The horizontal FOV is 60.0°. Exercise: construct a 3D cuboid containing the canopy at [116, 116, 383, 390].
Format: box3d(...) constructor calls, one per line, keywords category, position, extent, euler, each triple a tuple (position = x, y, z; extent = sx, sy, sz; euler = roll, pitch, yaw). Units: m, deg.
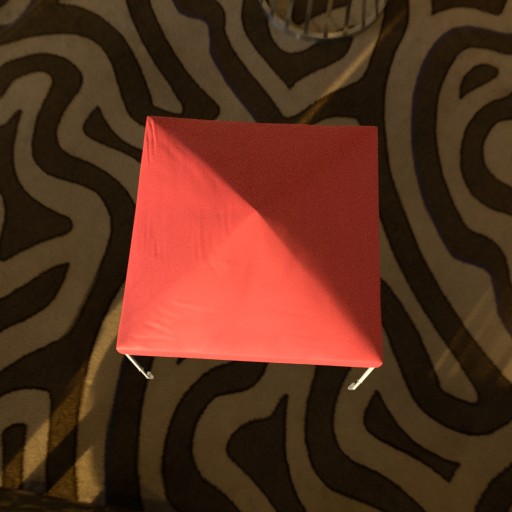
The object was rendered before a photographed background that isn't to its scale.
box3d(category="canopy", position=(0.000, 0.000, 6.405), extent=(3.599, 3.600, 3.600), euler=(3, 75, 1))
